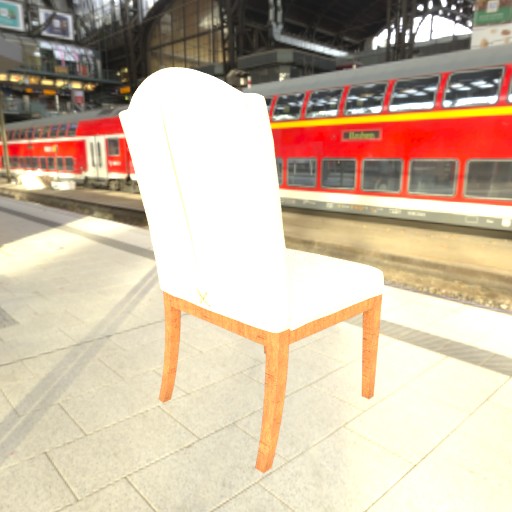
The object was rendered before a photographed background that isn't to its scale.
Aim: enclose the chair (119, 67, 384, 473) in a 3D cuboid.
[{"bbox_3d":[0.000,0.000,1.365,0.648,1.012,0.534,-12,18,-43],"label":"chair"}]
